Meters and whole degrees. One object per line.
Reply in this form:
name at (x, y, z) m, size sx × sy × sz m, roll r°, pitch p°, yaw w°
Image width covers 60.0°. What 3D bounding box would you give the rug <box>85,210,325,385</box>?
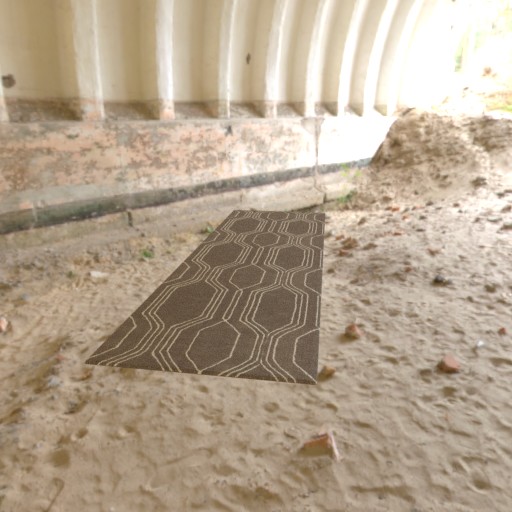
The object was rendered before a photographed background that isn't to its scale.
rug at (0.000, 0.000, 2.581) m, size 0.773 × 0.012 × 2.464 m, roll 3°, pitch 18°, yaw 9°
